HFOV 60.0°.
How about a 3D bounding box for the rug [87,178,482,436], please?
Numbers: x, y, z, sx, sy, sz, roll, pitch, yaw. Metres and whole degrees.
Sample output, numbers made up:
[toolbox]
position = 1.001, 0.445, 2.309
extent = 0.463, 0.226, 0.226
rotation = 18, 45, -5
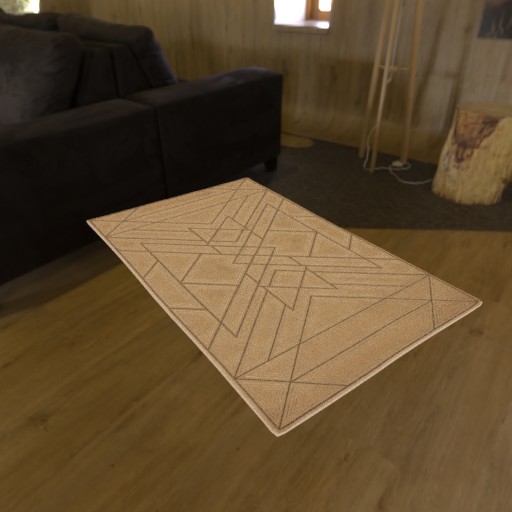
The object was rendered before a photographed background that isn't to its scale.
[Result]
[rug]
position = 0.000, 0.000, 3.093
extent = 1.575, 0.023, 2.459
rotation = -21, 37, -30
